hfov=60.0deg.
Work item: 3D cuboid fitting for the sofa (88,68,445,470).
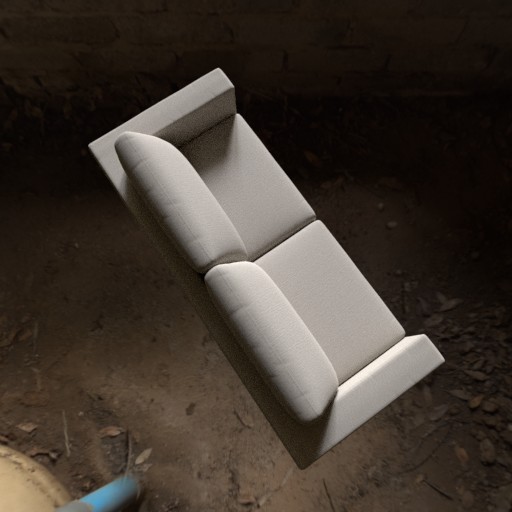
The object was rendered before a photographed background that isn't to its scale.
[{"bbox_3d":[0.000,0.000,2.643,0.954,0.881,2.163,-34,79,-8],"label":"sofa"}]
